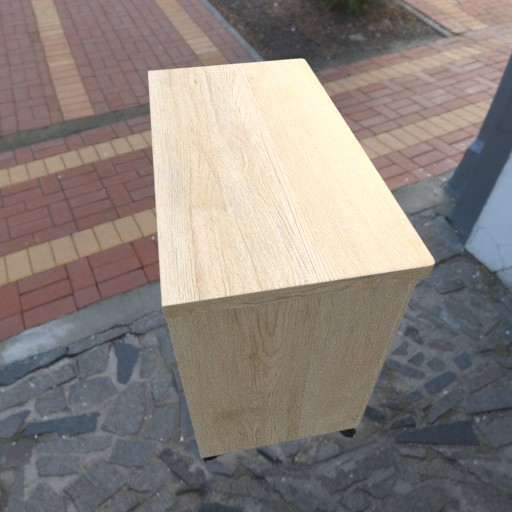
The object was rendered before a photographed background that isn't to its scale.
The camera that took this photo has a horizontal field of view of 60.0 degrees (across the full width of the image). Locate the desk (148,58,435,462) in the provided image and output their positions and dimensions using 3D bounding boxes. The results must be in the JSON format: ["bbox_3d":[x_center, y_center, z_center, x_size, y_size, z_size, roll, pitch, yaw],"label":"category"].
[{"bbox_3d":[0.000,0.000,1.321,0.480,0.770,0.885,-8,47,-8],"label":"desk"}]
